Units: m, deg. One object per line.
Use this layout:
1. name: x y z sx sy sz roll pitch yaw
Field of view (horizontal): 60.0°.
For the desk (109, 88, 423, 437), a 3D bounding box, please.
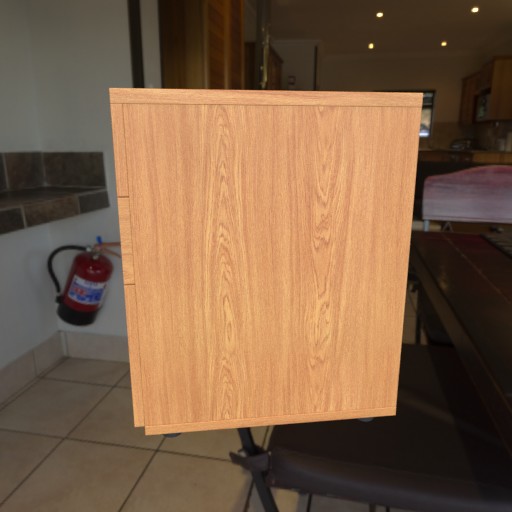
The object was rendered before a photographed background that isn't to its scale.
1. desk: 0.000 0.000 1.102 0.600 0.730 0.404 -2 14 -7
